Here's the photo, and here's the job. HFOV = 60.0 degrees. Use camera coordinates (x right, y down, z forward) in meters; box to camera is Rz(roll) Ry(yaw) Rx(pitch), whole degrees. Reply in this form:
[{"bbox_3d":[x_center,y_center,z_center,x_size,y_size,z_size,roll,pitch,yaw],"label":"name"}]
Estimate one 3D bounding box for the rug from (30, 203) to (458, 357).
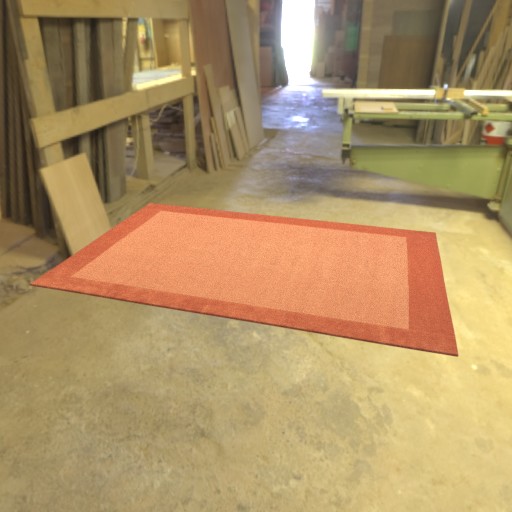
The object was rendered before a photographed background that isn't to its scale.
[{"bbox_3d":[0.000,0.000,3.055,2.438,0.014,1.524,7,27,14],"label":"rug"}]
